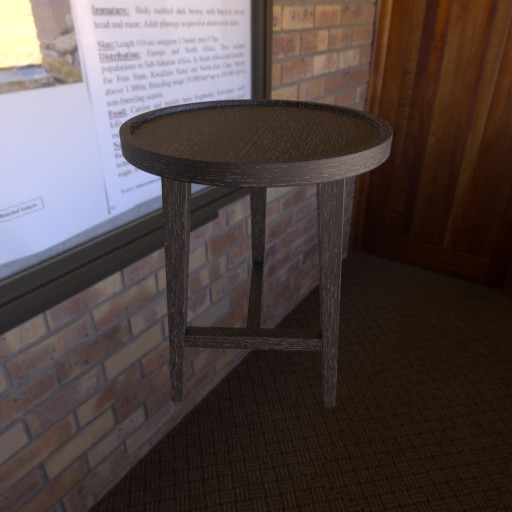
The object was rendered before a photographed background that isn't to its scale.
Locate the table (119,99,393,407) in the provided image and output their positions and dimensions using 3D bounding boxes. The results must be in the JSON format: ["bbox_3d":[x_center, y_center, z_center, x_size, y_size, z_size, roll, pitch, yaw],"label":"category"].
[{"bbox_3d":[0.000,0.000,0.780,0.399,0.460,0.399,0,29,0],"label":"table"}]
